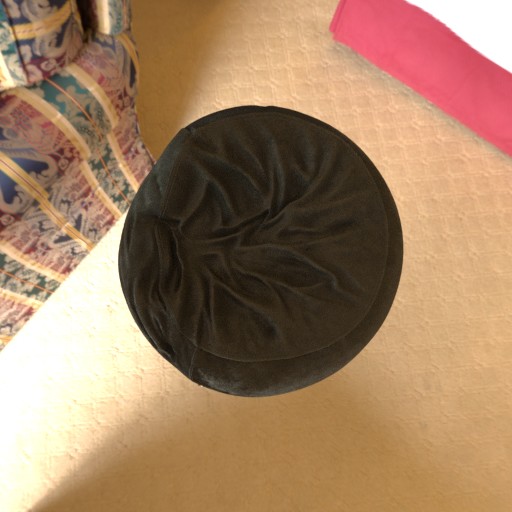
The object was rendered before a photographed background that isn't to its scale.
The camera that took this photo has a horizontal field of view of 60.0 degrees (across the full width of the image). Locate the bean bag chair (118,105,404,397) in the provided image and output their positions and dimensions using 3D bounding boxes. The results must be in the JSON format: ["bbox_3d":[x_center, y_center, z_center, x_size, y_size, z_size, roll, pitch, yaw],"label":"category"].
[{"bbox_3d":[0.000,0.000,1.525,0.918,0.605,0.918,0,75,0],"label":"bean bag chair"}]
